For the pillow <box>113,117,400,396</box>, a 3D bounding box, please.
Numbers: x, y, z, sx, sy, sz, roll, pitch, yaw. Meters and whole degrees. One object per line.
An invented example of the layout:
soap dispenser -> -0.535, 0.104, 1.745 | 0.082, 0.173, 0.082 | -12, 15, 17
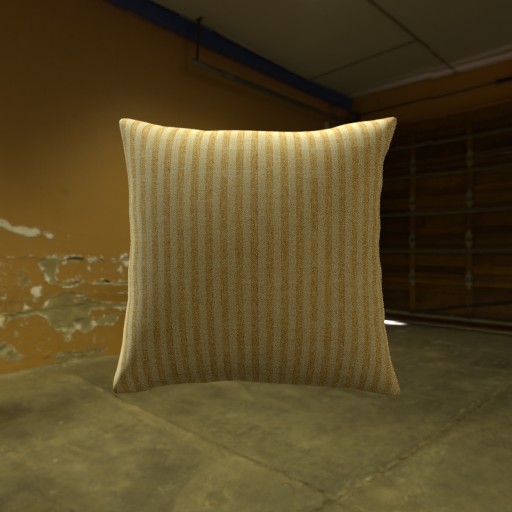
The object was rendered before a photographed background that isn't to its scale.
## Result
pillow -> 0.000, 0.000, 0.652 | 0.419, 0.407, 0.173 | 0, -1, 1
